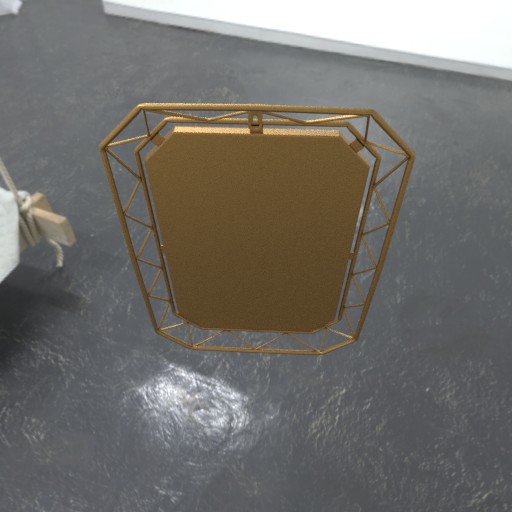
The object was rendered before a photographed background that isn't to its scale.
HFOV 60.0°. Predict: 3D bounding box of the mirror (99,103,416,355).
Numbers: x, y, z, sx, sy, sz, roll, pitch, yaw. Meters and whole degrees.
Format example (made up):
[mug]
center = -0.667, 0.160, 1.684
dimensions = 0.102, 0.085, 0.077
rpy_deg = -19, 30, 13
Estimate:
[mirror]
center = 0.000, 0.000, 0.742
dimensions = 0.417, 0.566, 0.042
rpy_deg = 2, 48, 2
